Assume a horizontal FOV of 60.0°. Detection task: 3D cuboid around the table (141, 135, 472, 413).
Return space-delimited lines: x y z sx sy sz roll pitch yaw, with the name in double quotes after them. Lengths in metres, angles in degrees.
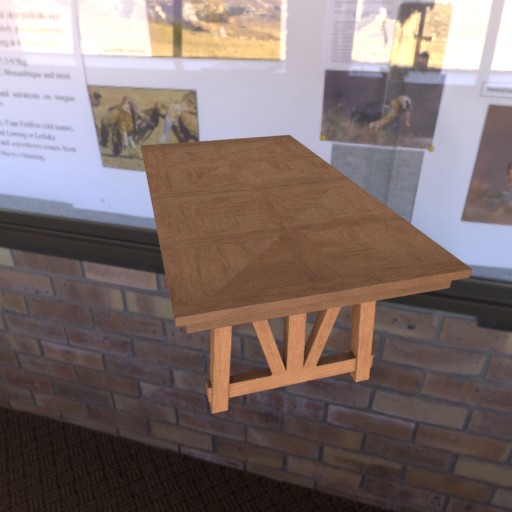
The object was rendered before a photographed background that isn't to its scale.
0.000 0.000 2.380 1.016 0.768 1.881 -8 30 -14 "table"
